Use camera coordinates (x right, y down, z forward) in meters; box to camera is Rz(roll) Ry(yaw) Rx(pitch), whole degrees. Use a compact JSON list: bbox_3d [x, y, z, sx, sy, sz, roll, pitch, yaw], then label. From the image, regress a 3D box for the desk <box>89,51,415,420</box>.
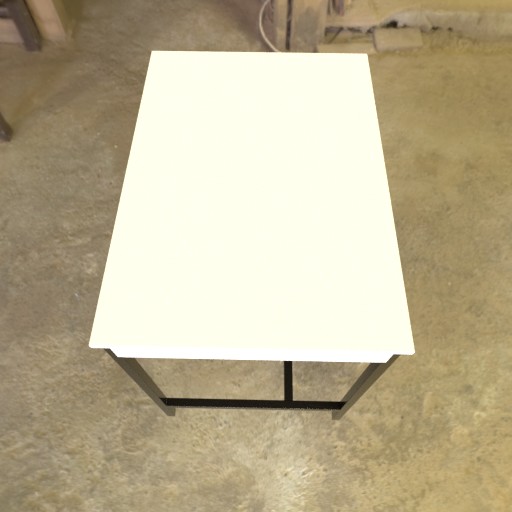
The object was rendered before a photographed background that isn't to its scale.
[{"bbox_3d":[0.000,0.000,1.311,0.573,0.766,0.811,1,60,1],"label":"desk"}]
